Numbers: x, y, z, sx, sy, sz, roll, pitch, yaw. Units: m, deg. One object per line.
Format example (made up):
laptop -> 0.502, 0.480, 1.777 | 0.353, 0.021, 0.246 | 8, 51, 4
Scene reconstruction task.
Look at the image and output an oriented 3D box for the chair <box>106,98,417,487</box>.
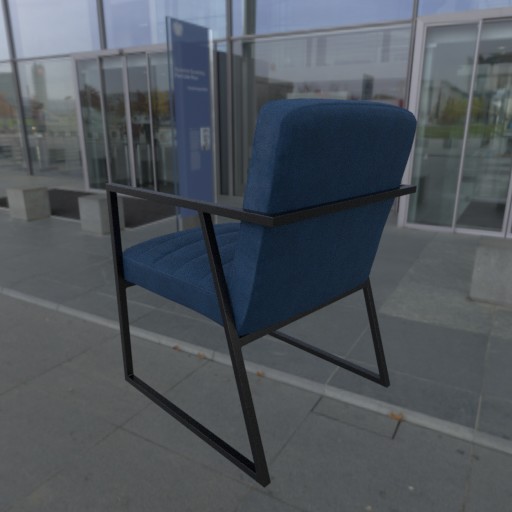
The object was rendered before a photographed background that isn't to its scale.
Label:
chair -> 0.000, 0.000, 1.274 | 0.677, 0.833, 0.571 | 16, 24, 42
